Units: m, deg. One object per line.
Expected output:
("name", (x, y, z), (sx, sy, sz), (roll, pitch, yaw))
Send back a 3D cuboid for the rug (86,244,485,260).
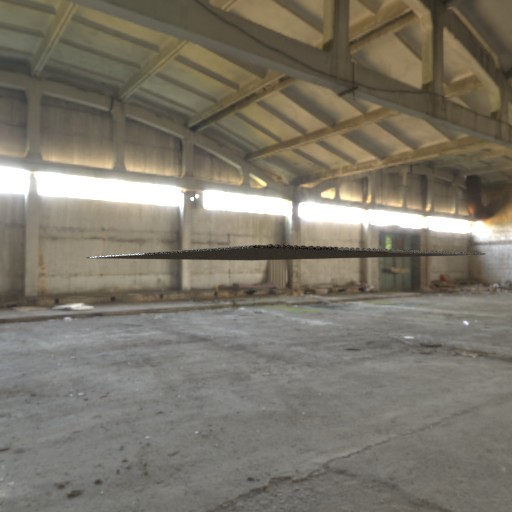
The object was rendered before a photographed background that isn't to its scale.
("rug", (0.000, 0.000, 3.015), (1.600, 0.013, 2.312), (1, -2, -37))
